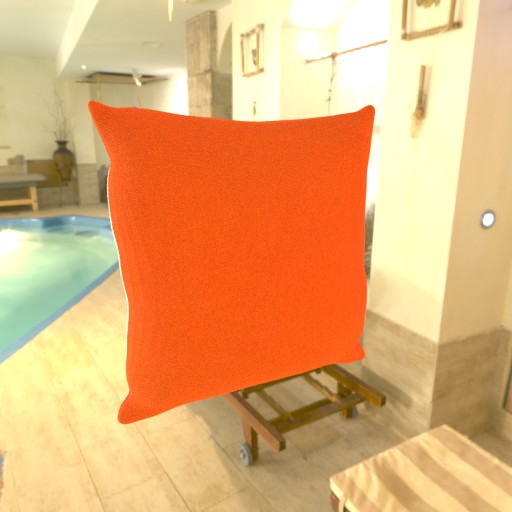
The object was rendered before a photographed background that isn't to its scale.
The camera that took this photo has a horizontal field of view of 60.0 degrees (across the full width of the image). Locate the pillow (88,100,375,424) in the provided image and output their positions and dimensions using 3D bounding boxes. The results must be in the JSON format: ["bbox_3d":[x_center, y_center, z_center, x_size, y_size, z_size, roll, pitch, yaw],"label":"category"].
[{"bbox_3d":[0.000,0.000,0.664,0.440,0.441,0.182,-8,17,-27],"label":"pillow"}]
